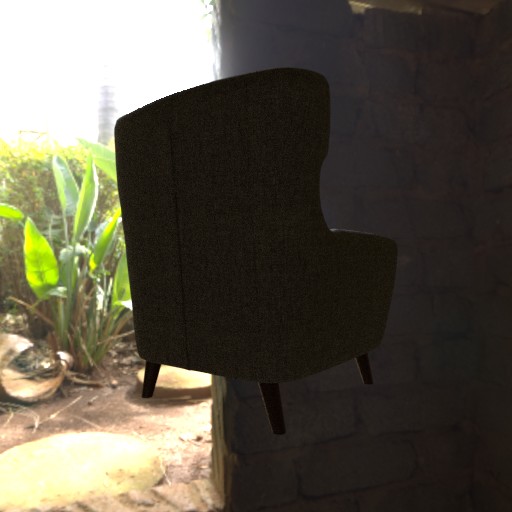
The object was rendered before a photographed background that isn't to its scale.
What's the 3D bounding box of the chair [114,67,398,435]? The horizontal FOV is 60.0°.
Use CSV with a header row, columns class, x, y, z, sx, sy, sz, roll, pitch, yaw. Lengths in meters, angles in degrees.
class,x,y,z,sx,sy,sz,roll,pitch,yaw
chair,0.000,0.000,1.735,0.878,1.063,0.904,-1,-1,36
